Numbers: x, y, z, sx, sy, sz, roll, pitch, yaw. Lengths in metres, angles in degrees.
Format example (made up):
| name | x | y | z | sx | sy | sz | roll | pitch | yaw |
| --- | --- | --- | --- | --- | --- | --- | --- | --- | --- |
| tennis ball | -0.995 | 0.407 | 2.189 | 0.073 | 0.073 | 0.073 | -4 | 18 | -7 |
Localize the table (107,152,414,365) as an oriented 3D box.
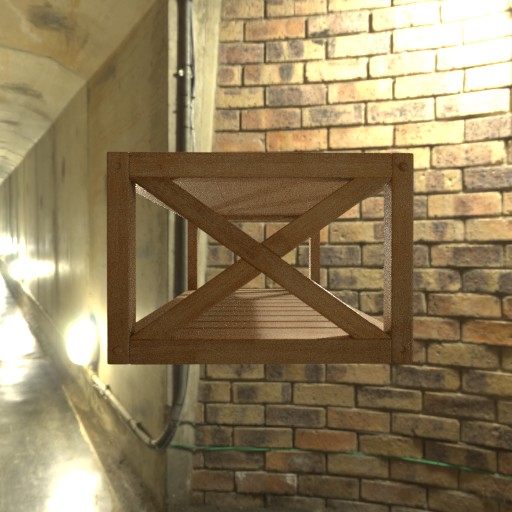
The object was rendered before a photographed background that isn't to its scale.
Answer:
| name | x | y | z | sx | sy | sz | roll | pitch | yaw |
| --- | --- | --- | --- | --- | --- | --- | --- | --- | --- |
| table | 0.000 | 0.000 | 1.604 | 0.660 | 0.457 | 1.321 | 0 | 0 | -1 |
